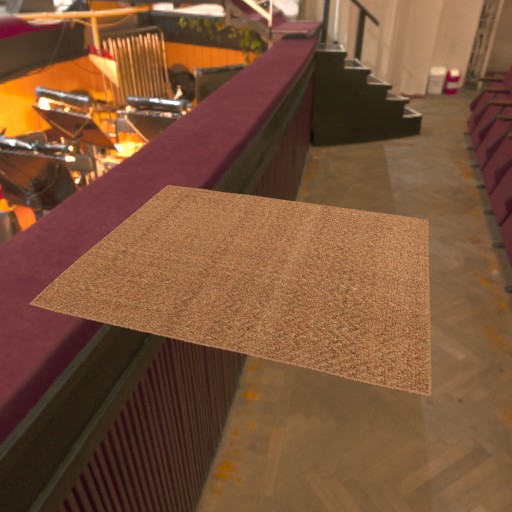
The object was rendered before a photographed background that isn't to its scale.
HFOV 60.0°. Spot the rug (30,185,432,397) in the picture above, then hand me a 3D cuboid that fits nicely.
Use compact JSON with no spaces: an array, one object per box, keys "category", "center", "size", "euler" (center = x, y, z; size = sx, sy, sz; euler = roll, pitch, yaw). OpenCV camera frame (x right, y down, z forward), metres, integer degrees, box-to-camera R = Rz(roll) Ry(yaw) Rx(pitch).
[{"category":"rug","center":[0.000,0.000,4.081],"size":[3.048,0.013,2.439],"euler":[10,34,15]}]
